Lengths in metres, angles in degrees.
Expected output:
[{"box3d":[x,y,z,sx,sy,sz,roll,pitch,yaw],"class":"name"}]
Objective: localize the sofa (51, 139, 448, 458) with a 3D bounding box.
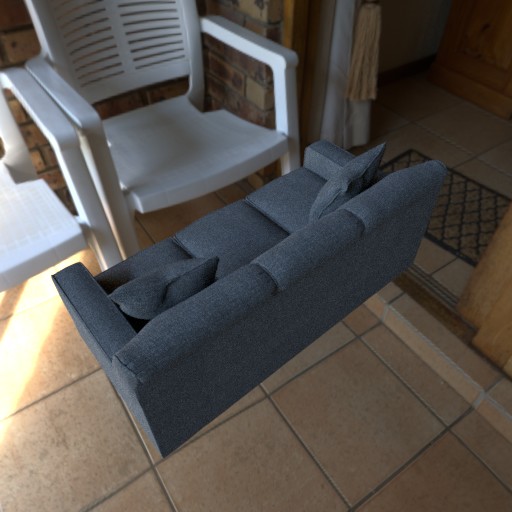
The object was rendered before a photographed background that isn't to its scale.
[{"box3d":[0.000,0.000,2.577,2.024,0.958,0.997,-31,54,-26],"class":"sofa"}]
